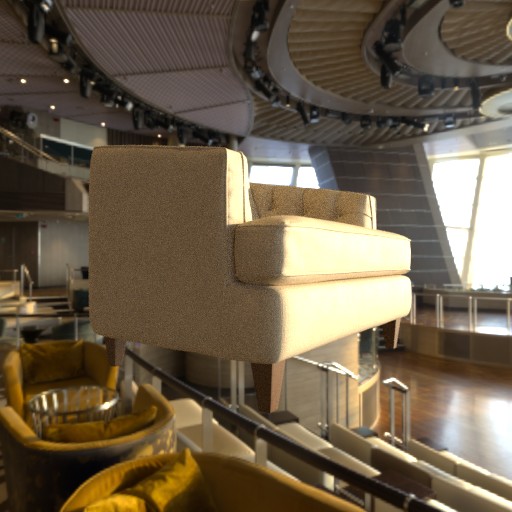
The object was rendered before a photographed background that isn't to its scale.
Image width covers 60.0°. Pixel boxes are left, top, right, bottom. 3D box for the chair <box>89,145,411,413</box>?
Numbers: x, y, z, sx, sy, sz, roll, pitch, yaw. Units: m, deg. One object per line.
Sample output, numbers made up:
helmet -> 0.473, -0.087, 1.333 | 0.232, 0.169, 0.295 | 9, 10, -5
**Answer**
chair -> 0.000, 0.000, 1.728 | 0.914, 0.787, 1.118 | 0, 0, 35
